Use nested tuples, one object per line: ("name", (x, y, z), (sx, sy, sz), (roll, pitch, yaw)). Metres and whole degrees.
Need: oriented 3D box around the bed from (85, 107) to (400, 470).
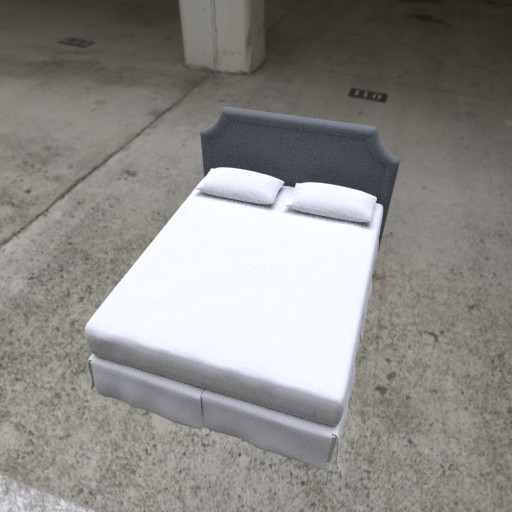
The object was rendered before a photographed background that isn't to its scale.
("bed", (0.000, 0.000, 3.363), (1.811, 1.296, 2.259), (12, 42, 14))
